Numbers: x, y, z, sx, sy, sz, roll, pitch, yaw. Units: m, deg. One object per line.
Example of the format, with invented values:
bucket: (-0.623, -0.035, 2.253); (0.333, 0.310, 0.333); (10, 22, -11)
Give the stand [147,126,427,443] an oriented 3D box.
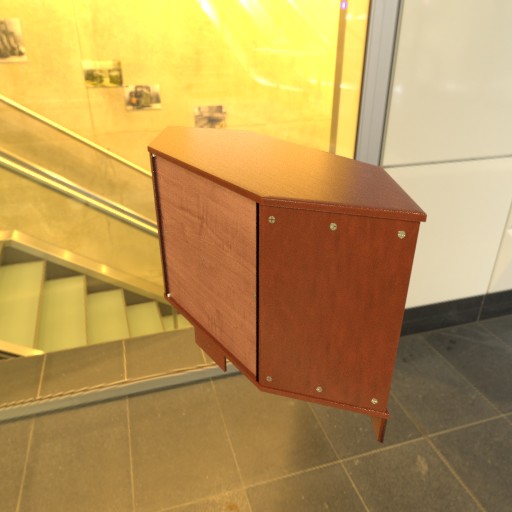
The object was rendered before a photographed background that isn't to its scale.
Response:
stand: (0.000, 0.000, 1.350); (0.381, 0.614, 1.072); (-19, 32, -32)
